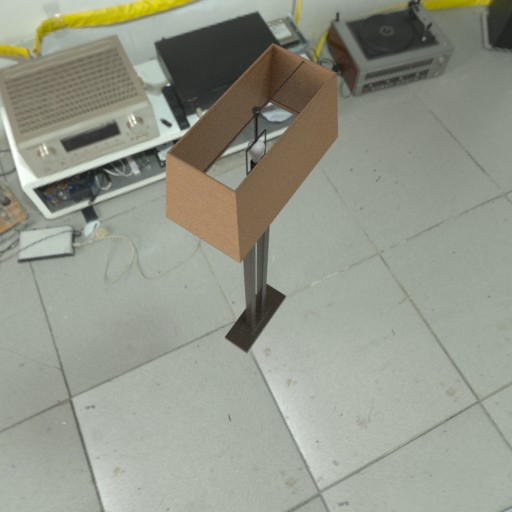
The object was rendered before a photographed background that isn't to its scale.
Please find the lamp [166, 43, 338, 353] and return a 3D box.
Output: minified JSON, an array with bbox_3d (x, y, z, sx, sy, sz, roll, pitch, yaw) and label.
[{"bbox_3d":[0.000,0.000,1.631,0.233,1.469,0.475,32,68,14],"label":"lamp"}]
